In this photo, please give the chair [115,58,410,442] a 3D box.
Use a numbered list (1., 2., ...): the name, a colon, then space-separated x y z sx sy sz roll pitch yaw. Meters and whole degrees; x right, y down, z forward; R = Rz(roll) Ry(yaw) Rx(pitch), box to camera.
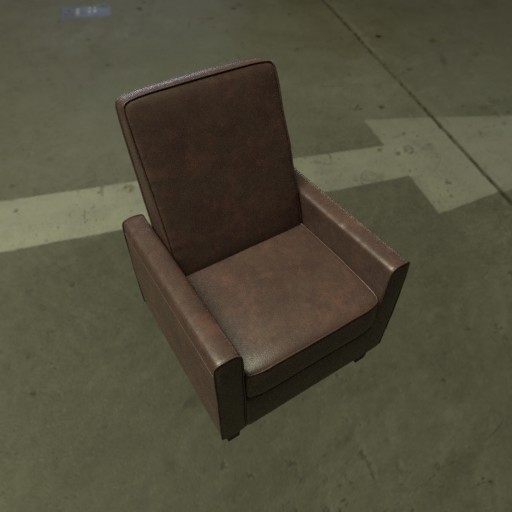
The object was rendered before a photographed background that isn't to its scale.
1. chair: 0.000 0.000 1.514 0.705 1.013 0.746 -25 53 -21
